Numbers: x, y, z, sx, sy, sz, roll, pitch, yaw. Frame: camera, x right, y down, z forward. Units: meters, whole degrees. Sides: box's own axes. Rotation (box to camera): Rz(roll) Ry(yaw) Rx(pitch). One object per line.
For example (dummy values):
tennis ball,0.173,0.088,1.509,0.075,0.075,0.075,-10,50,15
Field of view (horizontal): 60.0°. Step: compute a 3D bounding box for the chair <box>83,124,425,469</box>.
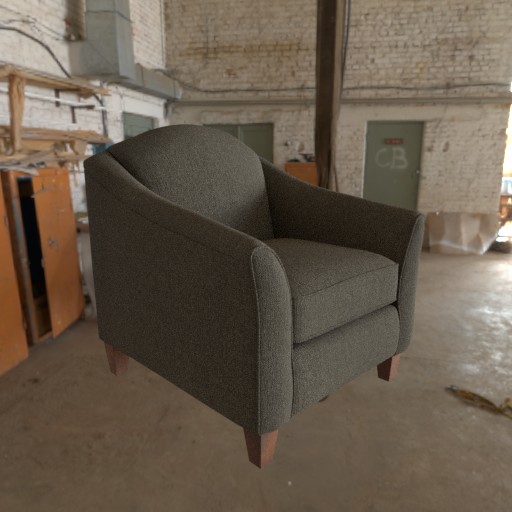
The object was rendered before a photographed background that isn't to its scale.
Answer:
chair,0.000,0.000,1.420,0.763,0.839,0.787,-12,18,-43
